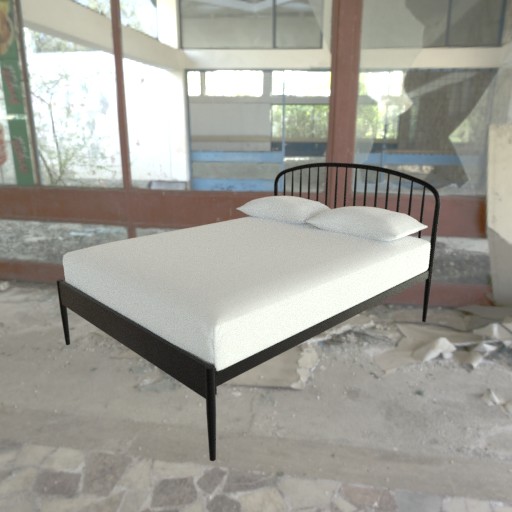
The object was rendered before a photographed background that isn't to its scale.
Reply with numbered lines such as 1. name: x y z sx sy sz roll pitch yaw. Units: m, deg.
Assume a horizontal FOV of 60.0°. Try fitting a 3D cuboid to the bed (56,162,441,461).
1. bed: 0.000 0.000 3.099 2.159 1.166 1.618 -15 22 -43
